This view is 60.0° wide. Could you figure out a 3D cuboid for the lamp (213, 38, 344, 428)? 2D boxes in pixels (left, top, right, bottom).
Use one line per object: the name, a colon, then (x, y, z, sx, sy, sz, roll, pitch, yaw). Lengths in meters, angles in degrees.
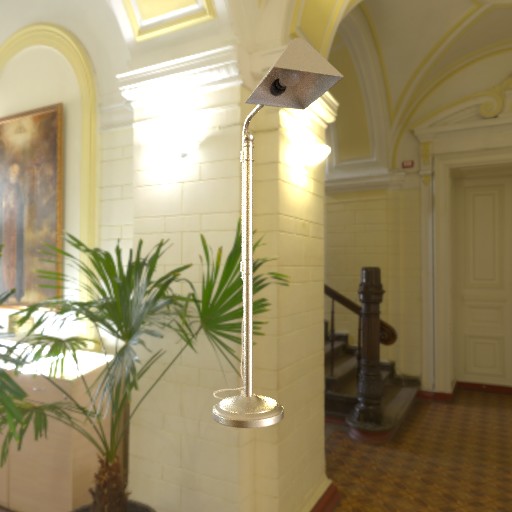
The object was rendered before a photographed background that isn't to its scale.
lamp: (0.000, 0.000, 0.940, 0.159, 0.708, 0.546, 0, -1, -17)
